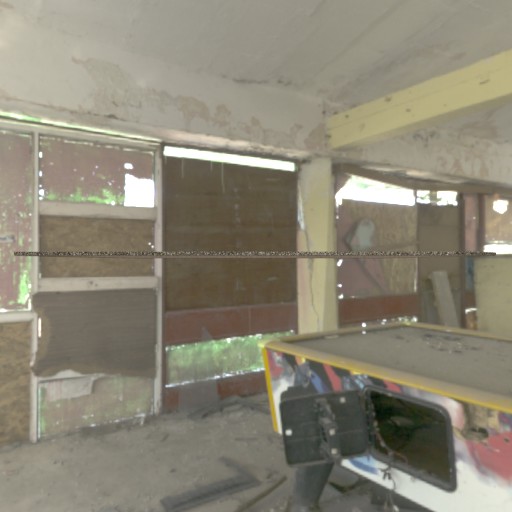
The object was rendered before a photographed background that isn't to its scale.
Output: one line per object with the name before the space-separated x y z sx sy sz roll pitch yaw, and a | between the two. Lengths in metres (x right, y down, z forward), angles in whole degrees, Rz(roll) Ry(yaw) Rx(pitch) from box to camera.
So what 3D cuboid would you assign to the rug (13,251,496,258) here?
rug | 0.000 0.000 3.936 3.000 0.025 2.401 0 -1 1
